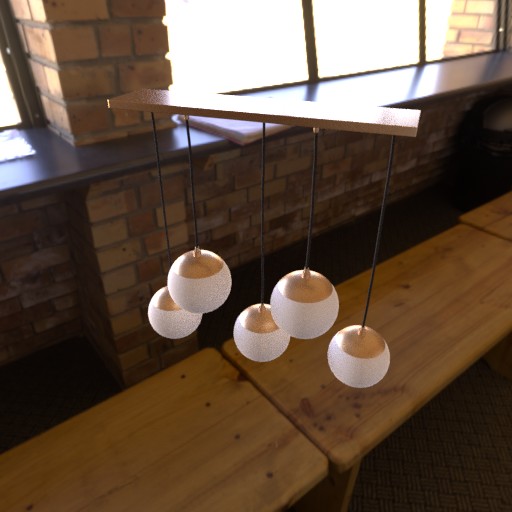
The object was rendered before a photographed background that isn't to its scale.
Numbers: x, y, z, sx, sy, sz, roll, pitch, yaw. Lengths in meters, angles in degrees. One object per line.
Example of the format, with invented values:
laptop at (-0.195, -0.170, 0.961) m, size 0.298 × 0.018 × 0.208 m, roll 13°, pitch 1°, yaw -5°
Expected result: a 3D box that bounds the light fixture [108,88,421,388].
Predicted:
light fixture at (0.000, 0.000, 1.315) m, size 0.863 × 0.869 × 0.299 m, roll 11°, pitch 33°, yaw 17°
